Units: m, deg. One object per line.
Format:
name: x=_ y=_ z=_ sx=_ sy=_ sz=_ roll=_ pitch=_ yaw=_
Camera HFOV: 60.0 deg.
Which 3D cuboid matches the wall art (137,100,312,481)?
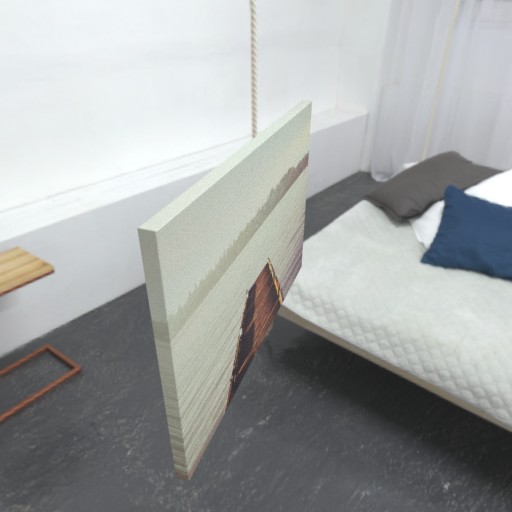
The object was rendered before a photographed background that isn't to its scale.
wall art: x=0.000 y=0.000 z=1.463 sx=0.040 sy=0.765 sz=1.149 roll=11 pitch=33 yaw=17
